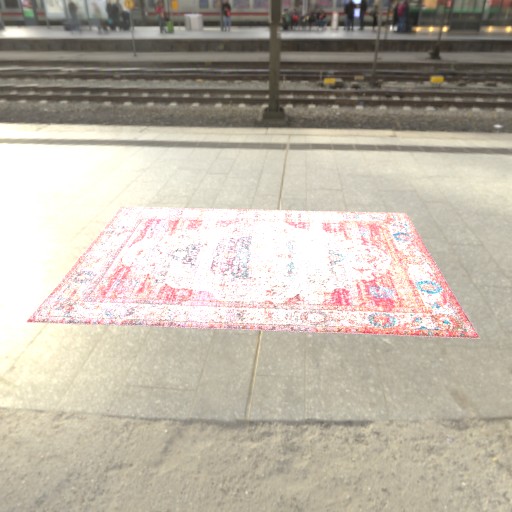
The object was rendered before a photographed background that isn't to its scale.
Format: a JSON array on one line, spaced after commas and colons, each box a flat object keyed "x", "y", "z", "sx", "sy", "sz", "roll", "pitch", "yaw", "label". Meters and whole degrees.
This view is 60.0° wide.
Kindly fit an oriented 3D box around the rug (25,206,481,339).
[{"x": 0.000, "y": 0.000, "z": 2.301, "sx": 1.829, "sy": 0.006, "sz": 1.219, "roll": 2, "pitch": 29, "yaw": 3, "label": "rug"}]
